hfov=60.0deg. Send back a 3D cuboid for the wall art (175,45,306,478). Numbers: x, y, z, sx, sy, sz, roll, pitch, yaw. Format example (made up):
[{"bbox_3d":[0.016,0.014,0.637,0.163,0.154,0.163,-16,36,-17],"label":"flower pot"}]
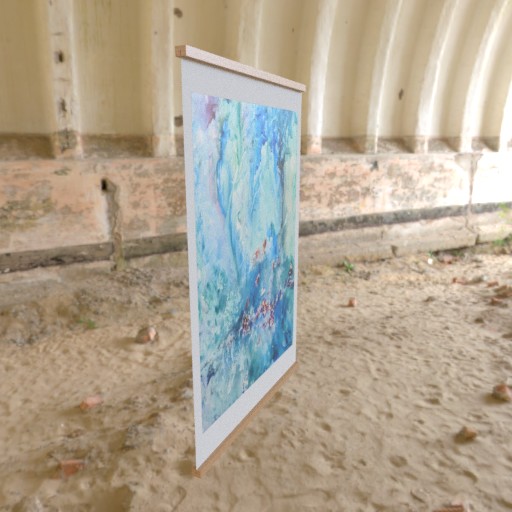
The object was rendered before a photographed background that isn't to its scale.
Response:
[{"bbox_3d":[0.000,0.000,1.931,0.040,1.510,0.991,7,15,26],"label":"wall art"}]
